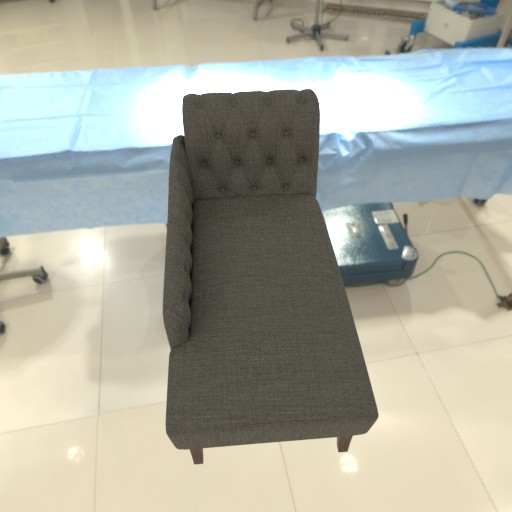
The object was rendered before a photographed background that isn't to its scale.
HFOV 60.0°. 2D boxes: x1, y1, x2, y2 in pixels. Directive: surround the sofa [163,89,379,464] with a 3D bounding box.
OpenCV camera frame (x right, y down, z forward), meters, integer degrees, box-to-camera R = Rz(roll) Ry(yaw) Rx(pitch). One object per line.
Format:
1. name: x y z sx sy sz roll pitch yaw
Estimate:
1. sofa: 0.000 0.000 1.804 0.675 0.787 1.379 -3 48 -3
